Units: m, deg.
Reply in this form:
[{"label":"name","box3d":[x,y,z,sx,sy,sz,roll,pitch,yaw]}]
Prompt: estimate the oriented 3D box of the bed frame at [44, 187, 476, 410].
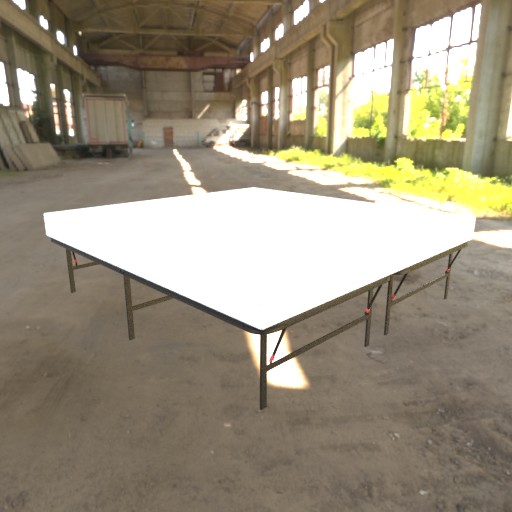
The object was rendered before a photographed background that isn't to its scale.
[{"label":"bed frame","box3d":[0.000,0.000,2.944,1.930,0.559,2.032,-15,22,-42]}]
